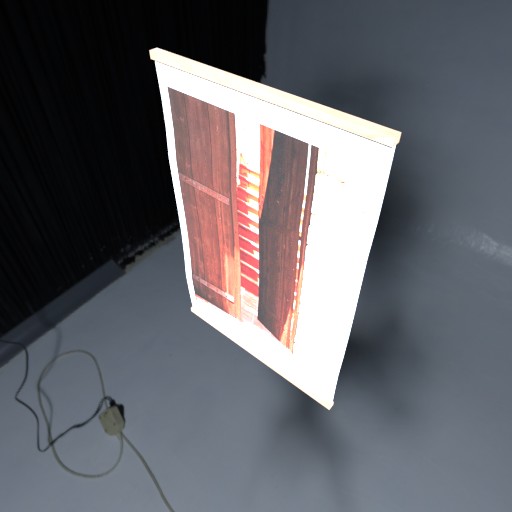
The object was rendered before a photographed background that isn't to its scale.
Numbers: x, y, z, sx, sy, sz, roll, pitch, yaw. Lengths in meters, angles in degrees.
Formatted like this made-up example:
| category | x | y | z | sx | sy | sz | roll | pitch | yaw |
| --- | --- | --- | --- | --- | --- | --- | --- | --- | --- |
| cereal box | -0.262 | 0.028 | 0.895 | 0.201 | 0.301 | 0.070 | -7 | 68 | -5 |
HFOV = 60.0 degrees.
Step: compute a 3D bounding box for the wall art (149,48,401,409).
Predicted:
| category | x | y | z | sx | sy | sz | roll | pitch | yaw |
| --- | --- | --- | --- | --- | --- | --- | --- | --- | --- |
| wall art | 0.000 | 0.000 | 0.650 | 0.332 | 0.508 | 0.012 | 30 | 52 | 27 |
